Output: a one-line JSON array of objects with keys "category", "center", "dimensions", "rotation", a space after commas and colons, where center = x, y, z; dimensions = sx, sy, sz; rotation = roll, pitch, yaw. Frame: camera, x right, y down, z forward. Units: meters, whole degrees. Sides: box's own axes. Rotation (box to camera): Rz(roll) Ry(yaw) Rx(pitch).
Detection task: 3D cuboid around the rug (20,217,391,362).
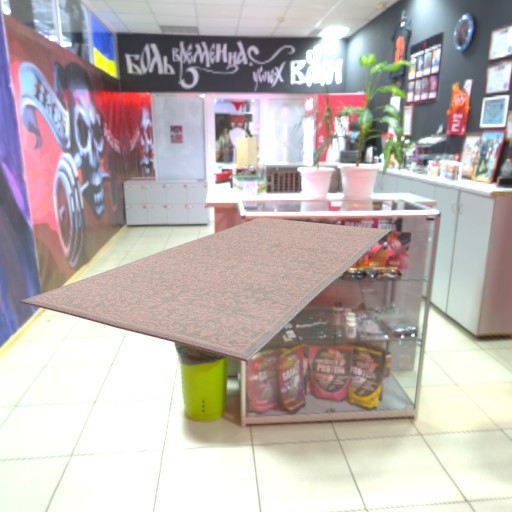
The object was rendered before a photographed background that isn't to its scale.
[{"category": "rug", "center": [0.000, 0.000, 1.416], "dimensions": [0.604, 0.007, 1.219], "rotation": [8, 17, 27]}]
